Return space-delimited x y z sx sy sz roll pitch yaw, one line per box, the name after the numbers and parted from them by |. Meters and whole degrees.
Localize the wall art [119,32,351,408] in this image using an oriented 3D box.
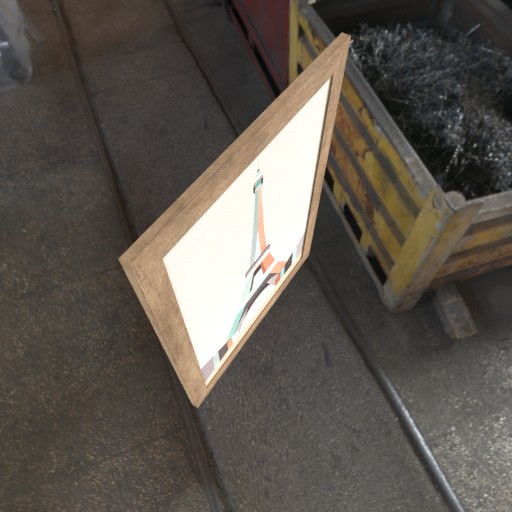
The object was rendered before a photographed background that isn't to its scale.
0.000 0.000 0.911 0.018 0.686 0.534 30 63 17 | wall art
